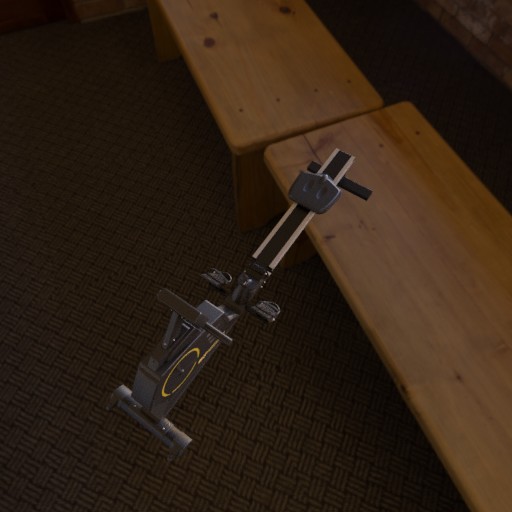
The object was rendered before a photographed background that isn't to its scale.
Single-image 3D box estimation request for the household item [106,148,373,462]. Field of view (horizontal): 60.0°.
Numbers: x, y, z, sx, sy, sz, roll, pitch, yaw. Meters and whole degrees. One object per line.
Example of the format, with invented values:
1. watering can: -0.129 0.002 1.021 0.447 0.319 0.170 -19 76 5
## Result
1. household item: 0.000 0.000 2.576 0.521 0.810 2.251 31 64 17
